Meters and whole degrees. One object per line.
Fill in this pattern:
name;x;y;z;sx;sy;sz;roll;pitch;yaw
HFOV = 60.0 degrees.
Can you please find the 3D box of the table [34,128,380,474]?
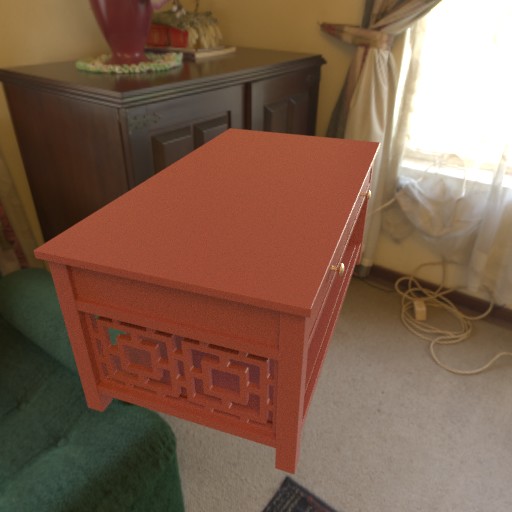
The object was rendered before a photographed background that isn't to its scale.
table;0.000;0.000;1.402;0.612;0.493;1.068;10;32;17
